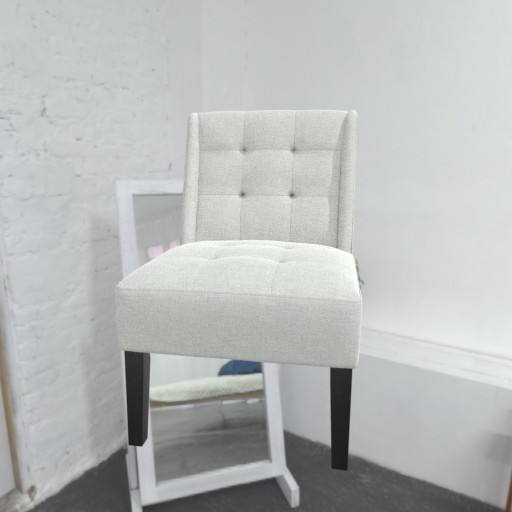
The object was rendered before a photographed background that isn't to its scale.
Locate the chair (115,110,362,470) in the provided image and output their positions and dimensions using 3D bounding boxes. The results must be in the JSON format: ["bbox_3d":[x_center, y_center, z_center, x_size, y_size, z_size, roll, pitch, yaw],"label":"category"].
[{"bbox_3d":[0.000,0.000,1.280,0.569,0.853,0.676,2,13,10],"label":"chair"}]
